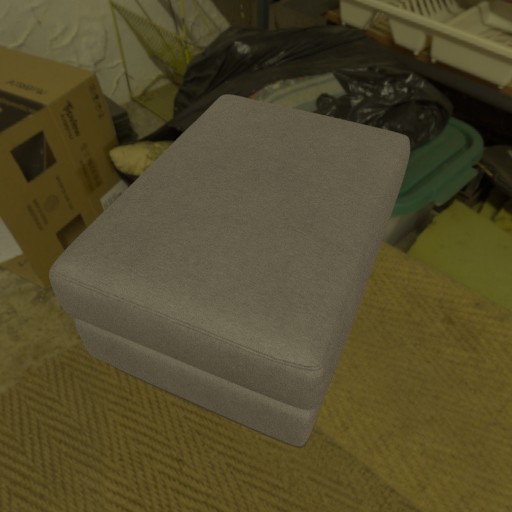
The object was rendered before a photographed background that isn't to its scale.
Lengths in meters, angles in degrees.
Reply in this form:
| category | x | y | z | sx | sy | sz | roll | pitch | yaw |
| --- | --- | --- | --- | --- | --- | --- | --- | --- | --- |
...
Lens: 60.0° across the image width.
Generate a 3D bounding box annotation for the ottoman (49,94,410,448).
| category | x | y | z | sx | sy | sz | roll | pitch | yaw |
| --- | --- | --- | --- | --- | --- | --- | --- | --- | --- |
| ottoman | 0.000 | 0.000 | 1.132 | 0.574 | 0.497 | 0.773 | 18 | 50 | 16 |
